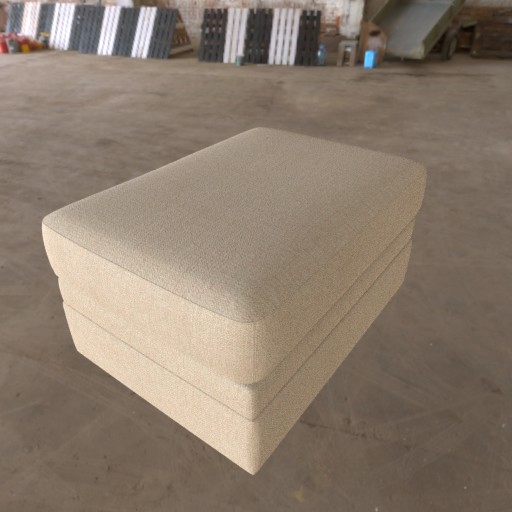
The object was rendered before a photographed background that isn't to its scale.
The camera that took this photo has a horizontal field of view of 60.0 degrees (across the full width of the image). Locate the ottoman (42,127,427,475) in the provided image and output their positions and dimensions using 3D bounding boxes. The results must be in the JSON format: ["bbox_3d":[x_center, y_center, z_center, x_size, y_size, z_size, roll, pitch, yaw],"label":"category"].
[{"bbox_3d":[0.000,0.000,1.236,0.637,0.478,0.885,22,39,30],"label":"ottoman"}]
